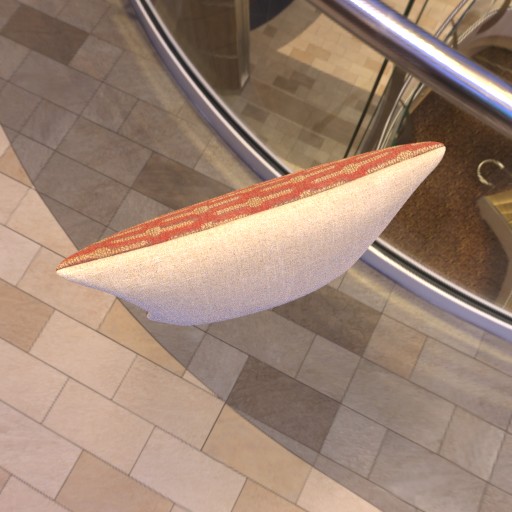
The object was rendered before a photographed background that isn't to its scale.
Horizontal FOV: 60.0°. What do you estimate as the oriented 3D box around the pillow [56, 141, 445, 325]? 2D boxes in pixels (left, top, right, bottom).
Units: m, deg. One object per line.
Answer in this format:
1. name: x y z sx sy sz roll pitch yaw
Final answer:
1. pillow: 0.000 0.000 0.781 0.511 0.503 0.182 -18 76 -5
